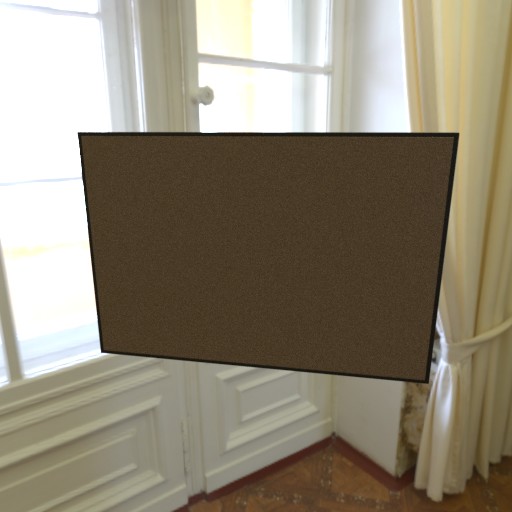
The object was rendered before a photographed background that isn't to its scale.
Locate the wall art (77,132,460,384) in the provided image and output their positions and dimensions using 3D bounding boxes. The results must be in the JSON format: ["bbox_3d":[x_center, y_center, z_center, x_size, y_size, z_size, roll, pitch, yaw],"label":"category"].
[{"bbox_3d":[0.000,0.000,1.190,0.939,0.640,0.058,3,16,10],"label":"wall art"}]
